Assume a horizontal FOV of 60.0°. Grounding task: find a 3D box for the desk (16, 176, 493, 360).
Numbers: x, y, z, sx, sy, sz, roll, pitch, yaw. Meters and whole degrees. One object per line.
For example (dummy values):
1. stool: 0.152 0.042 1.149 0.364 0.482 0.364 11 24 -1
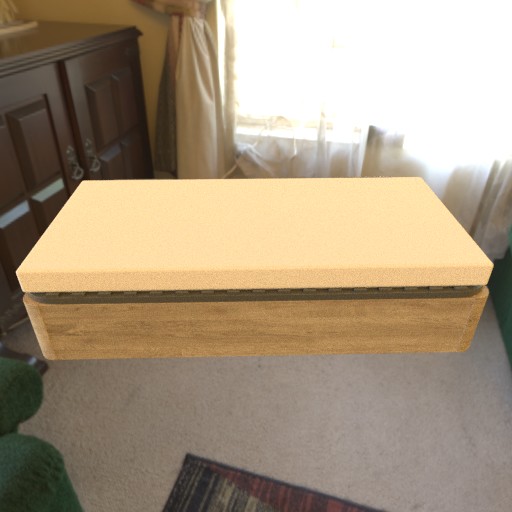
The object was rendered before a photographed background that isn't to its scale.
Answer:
1. desk: 0.000 0.000 2.179 1.900 0.455 0.900 -1 33 -1
